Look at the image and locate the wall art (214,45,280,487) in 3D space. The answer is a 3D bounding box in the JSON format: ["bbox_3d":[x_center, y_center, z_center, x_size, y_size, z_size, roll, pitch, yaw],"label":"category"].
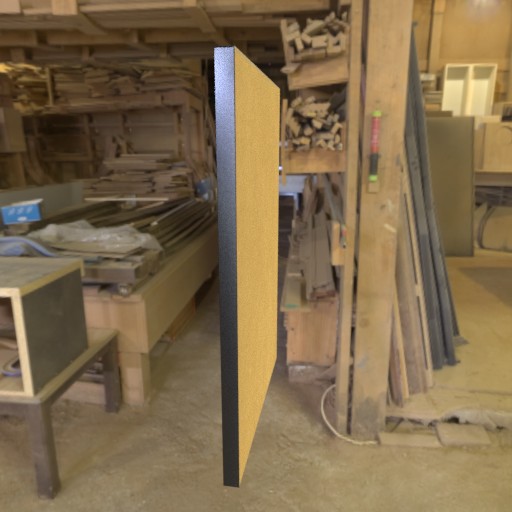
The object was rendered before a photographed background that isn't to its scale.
[{"bbox_3d":[0.000,0.000,0.591,0.019,0.455,0.314,3,14,10],"label":"wall art"}]
